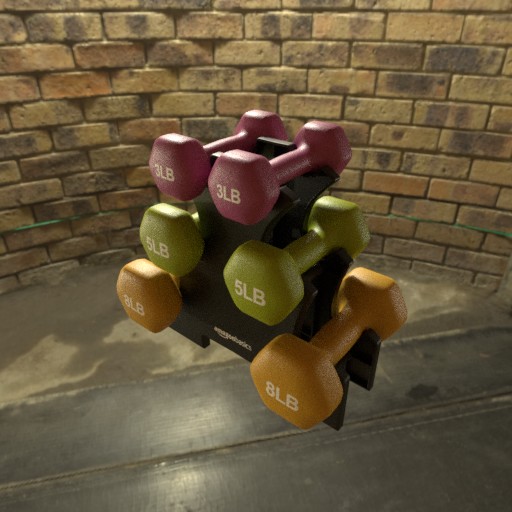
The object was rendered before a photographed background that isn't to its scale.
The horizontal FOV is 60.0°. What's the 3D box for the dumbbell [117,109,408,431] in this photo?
[{"bbox_3d":[0.000,0.000,0.482,0.300,0.271,0.190,23,38,33],"label":"dumbbell"}]
